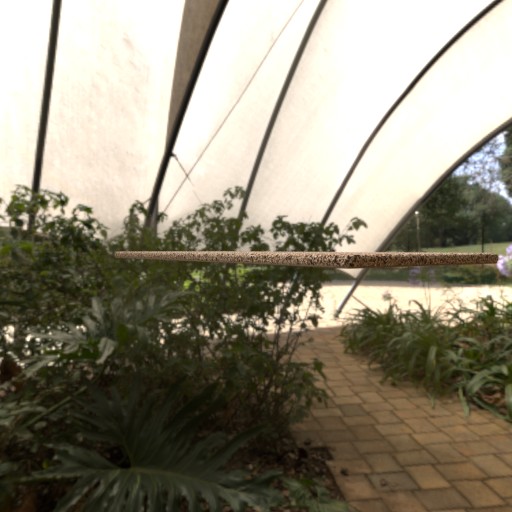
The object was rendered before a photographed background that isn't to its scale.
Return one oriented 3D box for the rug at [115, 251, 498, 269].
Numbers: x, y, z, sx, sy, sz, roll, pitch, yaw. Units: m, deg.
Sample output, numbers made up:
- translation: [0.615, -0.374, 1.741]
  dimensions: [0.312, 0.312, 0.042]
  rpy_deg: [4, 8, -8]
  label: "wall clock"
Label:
- translation: [0.000, 0.000, 1.693]
  dimensions: [0.609, 0.030, 1.524]
  rpy_deg: [-1, 1, -35]
  label: "rug"
